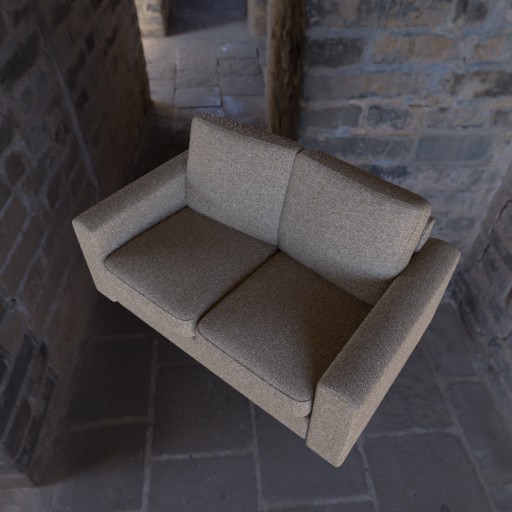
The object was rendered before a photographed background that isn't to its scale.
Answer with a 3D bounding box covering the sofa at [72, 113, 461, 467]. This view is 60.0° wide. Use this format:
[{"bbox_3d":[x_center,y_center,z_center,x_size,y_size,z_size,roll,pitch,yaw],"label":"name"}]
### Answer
[{"bbox_3d":[0.000,0.000,2.185,1.616,0.873,1.016,29,52,26],"label":"sofa"}]
